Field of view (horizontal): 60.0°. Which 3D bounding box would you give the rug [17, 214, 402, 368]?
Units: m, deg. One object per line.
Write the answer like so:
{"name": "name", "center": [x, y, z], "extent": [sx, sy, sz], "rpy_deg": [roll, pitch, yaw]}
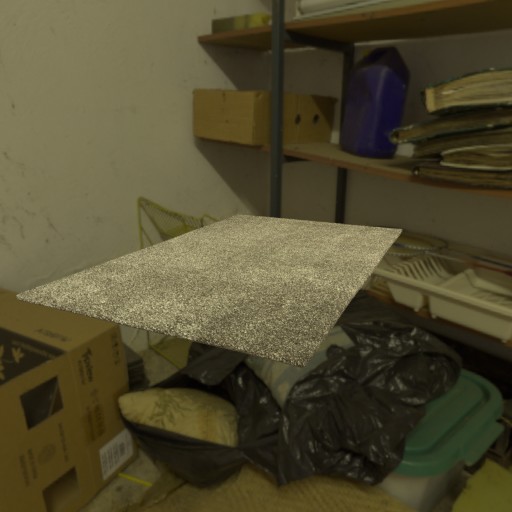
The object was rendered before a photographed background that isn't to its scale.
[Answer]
{"name": "rug", "center": [0.000, 0.000, 2.875], "extent": [1.501, 0.025, 2.352], "rpy_deg": [8, 18, 24]}
